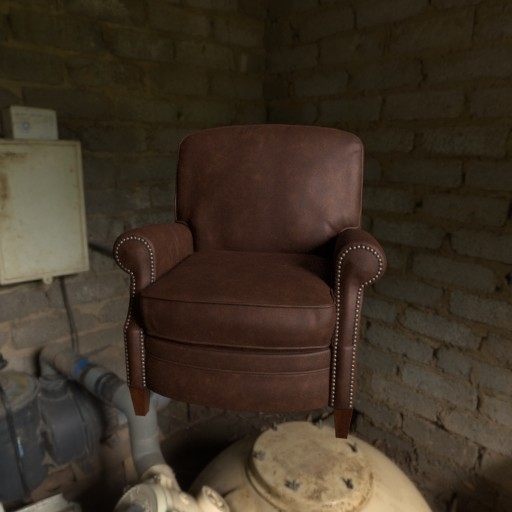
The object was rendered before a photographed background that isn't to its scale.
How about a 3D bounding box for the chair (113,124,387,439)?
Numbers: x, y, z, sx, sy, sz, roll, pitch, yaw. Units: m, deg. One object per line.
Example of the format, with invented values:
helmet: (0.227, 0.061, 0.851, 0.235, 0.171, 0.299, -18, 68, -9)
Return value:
chair: (0.000, 0.000, 1.750, 0.936, 1.018, 0.986, 3, 15, 10)
